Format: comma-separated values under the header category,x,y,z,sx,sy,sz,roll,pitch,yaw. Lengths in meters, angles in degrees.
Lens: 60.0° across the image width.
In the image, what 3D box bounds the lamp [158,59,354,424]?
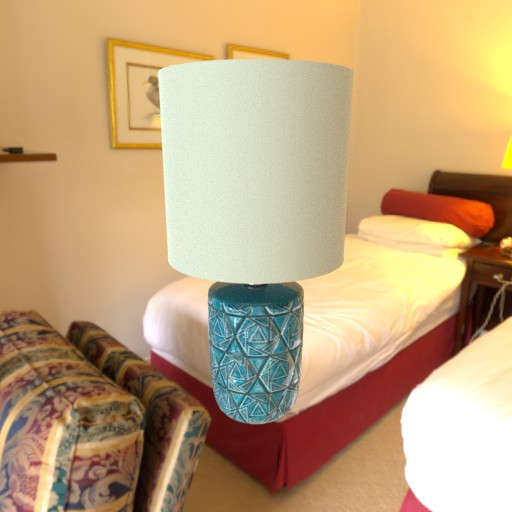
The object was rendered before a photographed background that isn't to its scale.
category,x,y,z,sx,sy,sz,roll,pitch,yaw
lamp,0.000,0.000,0.495,0.193,0.377,0.193,2,15,9
